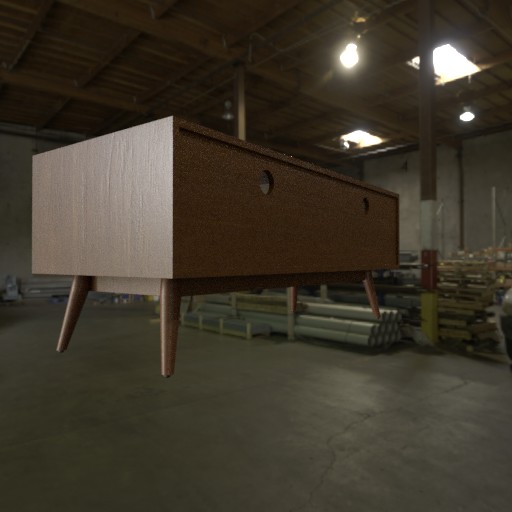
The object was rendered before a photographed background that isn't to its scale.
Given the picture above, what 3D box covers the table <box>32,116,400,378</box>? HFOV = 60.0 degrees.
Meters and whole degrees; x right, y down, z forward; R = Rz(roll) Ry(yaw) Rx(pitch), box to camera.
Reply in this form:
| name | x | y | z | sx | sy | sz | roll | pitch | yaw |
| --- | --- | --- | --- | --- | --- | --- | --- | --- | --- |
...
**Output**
| name | x | y | z | sx | sy | sz | roll | pitch | yaw |
| --- | --- | --- | --- | --- | --- | --- | --- | --- | --- |
| table | 0.000 | 0.000 | 1.343 | 0.490 | 0.464 | 1.119 | 0 | -1 | 37 |
